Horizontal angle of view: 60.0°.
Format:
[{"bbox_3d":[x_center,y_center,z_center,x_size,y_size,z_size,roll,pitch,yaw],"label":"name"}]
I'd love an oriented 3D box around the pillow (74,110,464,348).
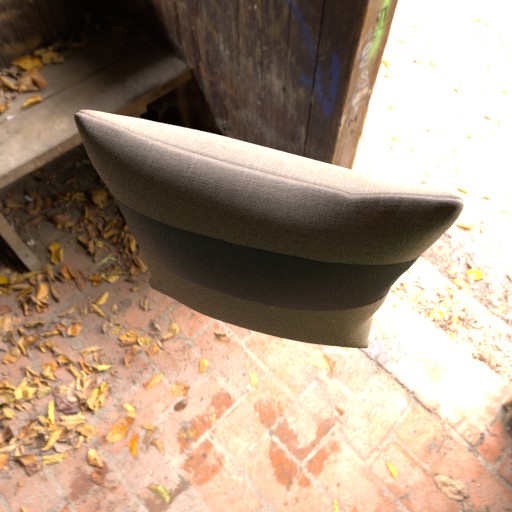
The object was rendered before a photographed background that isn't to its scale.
[{"bbox_3d":[0.000,0.000,0.617,0.414,0.399,0.173,15,60,9],"label":"pillow"}]
